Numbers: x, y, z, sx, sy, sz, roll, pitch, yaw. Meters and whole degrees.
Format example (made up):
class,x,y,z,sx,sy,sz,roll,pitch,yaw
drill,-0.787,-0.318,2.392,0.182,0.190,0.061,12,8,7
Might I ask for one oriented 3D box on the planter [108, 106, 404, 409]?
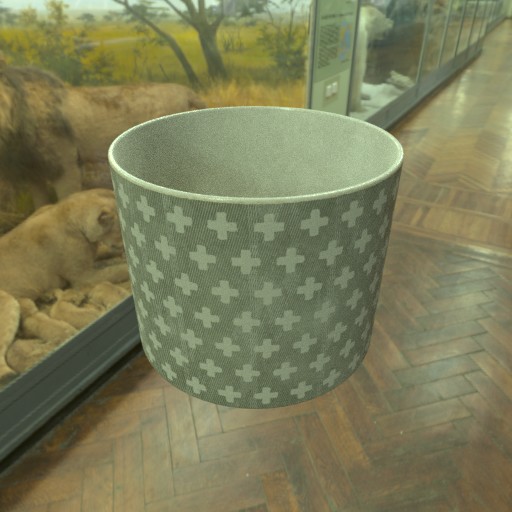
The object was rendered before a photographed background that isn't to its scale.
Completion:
class,x,y,z,sx,sy,sz,roll,pitch,yaw
planter,0.000,0.000,0.342,0.190,0.181,0.190,0,32,0
